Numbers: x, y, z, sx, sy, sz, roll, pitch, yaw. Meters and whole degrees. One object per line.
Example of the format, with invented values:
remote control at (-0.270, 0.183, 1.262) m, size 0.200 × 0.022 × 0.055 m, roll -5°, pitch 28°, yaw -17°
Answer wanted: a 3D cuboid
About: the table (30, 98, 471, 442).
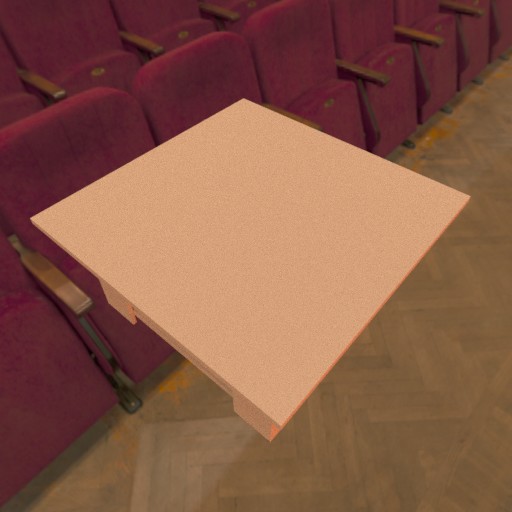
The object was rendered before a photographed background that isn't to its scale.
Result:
table at (0.000, 0.000, 1.064) m, size 0.670 × 0.305 × 0.670 m, roll 32°, pitch 55°, yaw 26°
